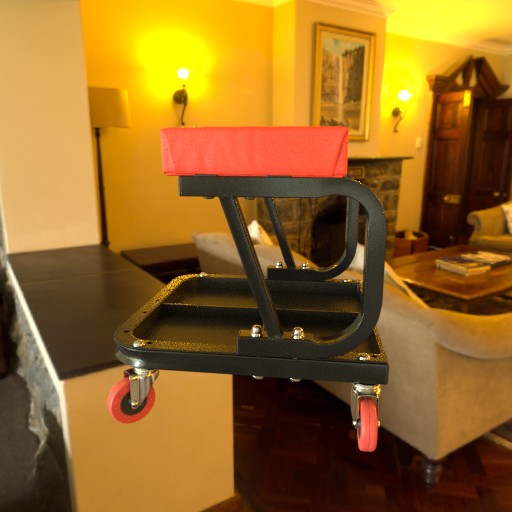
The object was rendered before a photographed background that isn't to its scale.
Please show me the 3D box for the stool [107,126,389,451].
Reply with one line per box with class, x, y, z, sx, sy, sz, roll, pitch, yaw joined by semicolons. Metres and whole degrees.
stool;0.000;0.000;0.708;0.371;0.380;0.446;2;13;8
